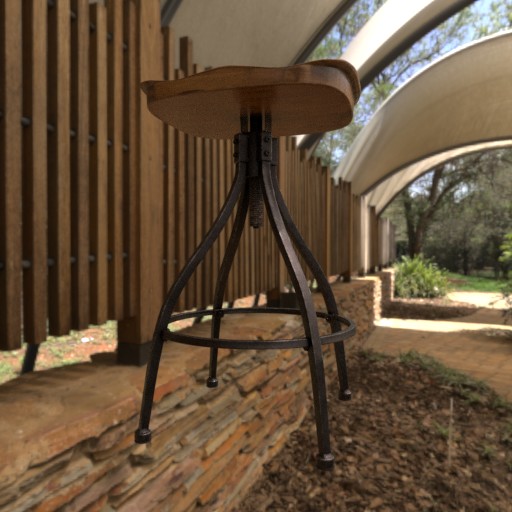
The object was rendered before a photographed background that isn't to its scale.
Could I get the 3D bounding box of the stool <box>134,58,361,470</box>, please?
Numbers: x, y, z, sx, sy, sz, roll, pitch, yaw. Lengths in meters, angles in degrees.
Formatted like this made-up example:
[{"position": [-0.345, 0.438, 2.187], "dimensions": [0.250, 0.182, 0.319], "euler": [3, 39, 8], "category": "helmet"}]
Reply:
[{"position": [0.000, 0.000, 0.948], "dimensions": [0.432, 0.694, 0.424], "euler": [0, 1, 17], "category": "stool"}]
